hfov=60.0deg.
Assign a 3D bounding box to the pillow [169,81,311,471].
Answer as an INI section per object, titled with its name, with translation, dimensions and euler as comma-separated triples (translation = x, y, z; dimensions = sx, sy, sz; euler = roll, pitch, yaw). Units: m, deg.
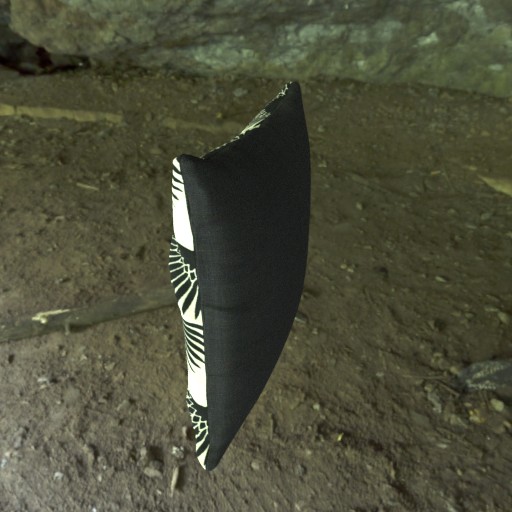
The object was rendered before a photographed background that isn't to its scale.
[pillow]
translation = 0.000, 0.000, 0.665
dimensions = 0.139, 0.432, 0.432
euler = 9, 31, 15
